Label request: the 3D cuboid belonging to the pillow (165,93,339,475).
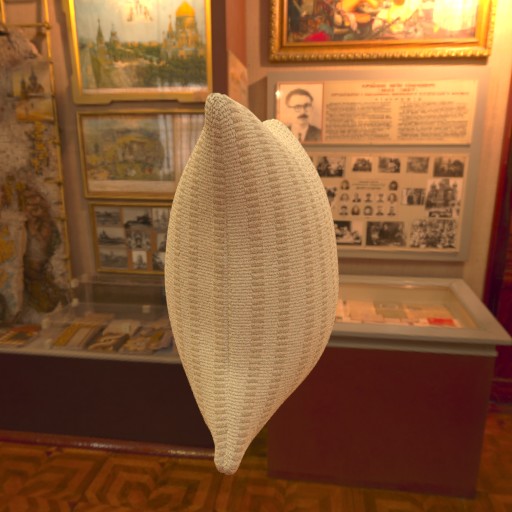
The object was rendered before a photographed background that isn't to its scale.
[{"bbox_3d":[0.000,0.000,0.665,0.247,0.419,0.438,2,14,10],"label":"pillow"}]
